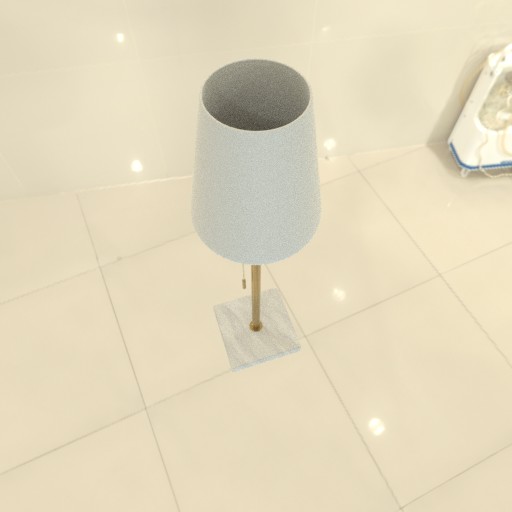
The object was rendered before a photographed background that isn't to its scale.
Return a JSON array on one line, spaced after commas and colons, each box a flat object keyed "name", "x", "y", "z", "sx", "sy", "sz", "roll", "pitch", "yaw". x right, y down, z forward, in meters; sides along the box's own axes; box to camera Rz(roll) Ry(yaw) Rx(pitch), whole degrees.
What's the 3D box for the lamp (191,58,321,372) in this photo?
[{"name": "lamp", "x": 0.000, "y": 0.000, "z": 0.726, "sx": 0.181, "sy": 0.639, "sz": 0.181, "roll": -16, "pitch": 60, "yaw": -9}]
